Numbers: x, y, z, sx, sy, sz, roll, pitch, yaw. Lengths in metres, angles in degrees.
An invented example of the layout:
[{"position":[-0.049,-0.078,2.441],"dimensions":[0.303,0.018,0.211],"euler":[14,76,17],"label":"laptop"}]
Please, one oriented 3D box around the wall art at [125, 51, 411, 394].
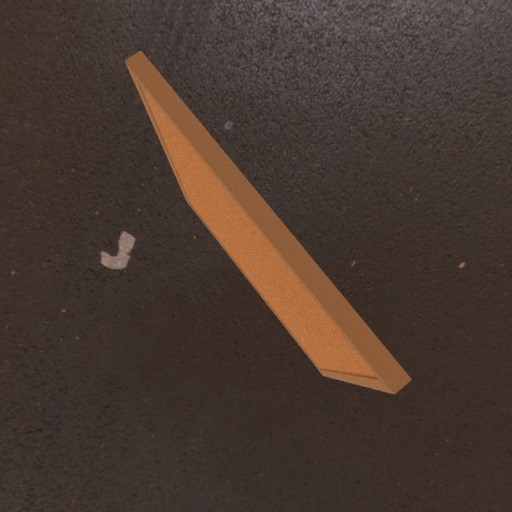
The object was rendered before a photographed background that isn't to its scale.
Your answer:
[{"position":[0.000,0.000,1.139],"dimensions":[0.037,0.761,0.761],"euler":[-37,80,-8],"label":"wall art"}]
